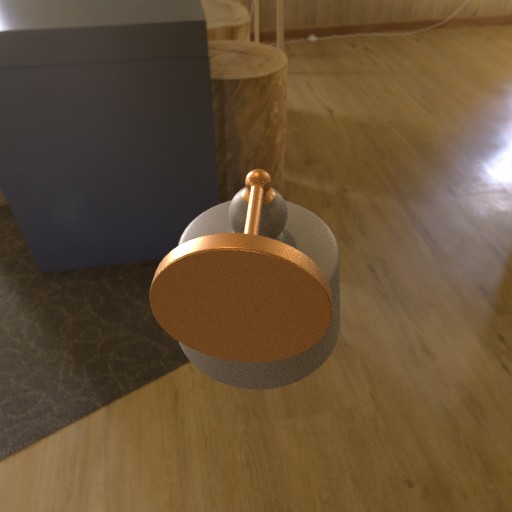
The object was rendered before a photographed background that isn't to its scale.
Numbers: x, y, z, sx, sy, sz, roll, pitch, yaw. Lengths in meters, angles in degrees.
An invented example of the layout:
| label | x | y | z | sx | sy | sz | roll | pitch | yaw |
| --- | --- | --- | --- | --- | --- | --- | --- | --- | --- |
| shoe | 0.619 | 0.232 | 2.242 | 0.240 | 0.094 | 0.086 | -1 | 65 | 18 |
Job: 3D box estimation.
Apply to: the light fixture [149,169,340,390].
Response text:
| label | x | y | z | sx | sy | sz | roll | pitch | yaw |
| --- | --- | --- | --- | --- | --- | --- | --- | --- | --- |
| light fixture | 0.000 | 0.000 | 0.443 | 0.204 | 0.268 | 0.254 | 4 | 45 | 3 |
